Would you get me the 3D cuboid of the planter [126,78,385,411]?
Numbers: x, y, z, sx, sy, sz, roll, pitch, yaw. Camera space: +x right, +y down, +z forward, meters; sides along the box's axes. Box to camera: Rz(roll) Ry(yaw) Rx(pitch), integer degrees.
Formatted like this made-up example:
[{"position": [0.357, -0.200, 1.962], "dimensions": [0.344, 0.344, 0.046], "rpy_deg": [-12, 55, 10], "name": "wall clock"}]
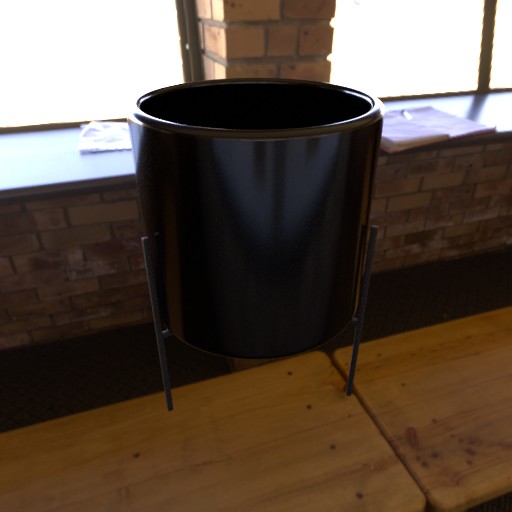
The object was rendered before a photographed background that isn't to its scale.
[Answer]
[{"position": [0.000, 0.000, 0.634], "dimensions": [0.310, 0.432, 0.310], "rpy_deg": [23, 38, 33], "name": "planter"}]
